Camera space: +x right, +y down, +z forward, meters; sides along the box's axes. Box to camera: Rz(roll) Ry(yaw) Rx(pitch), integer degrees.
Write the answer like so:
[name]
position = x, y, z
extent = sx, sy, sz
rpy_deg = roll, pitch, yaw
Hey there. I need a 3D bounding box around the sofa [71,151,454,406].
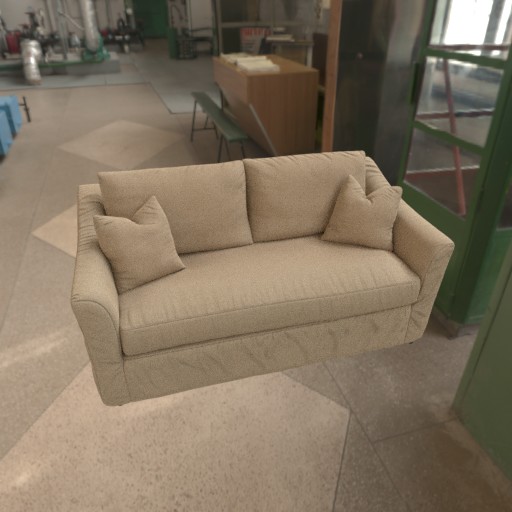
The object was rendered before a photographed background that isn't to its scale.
[sofa]
position = 0.000, 0.000, 2.708
extent = 2.010, 1.018, 1.072
rpy_deg = -8, 32, -14
